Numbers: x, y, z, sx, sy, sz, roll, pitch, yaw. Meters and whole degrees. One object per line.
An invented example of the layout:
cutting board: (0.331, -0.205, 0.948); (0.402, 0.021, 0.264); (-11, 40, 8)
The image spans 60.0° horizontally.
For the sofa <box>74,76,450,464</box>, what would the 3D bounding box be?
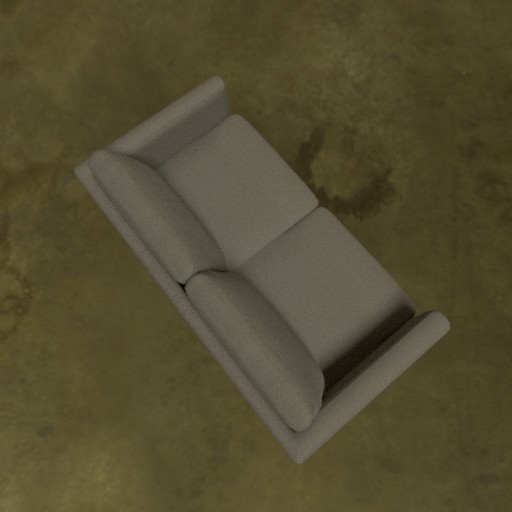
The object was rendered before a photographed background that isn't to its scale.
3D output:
sofa: (0.000, 0.000, 2.271); (0.940, 0.866, 1.713); (-38, 77, -11)
